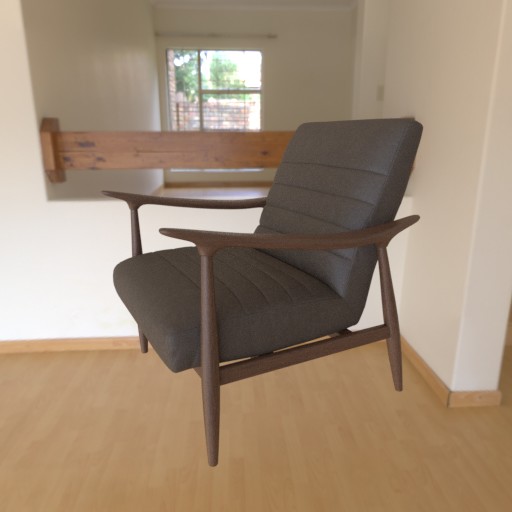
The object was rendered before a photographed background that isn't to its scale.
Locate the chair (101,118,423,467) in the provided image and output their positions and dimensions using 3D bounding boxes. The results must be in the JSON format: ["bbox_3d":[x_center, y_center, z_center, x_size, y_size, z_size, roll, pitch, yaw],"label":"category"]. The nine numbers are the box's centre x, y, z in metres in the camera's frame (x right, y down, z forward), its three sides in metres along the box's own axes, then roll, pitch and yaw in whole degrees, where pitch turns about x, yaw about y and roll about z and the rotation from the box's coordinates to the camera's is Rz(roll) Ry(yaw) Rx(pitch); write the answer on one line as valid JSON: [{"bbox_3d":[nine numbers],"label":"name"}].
[{"bbox_3d":[0.000,0.000,1.401,0.798,0.831,0.741,-8,18,-27],"label":"chair"}]
